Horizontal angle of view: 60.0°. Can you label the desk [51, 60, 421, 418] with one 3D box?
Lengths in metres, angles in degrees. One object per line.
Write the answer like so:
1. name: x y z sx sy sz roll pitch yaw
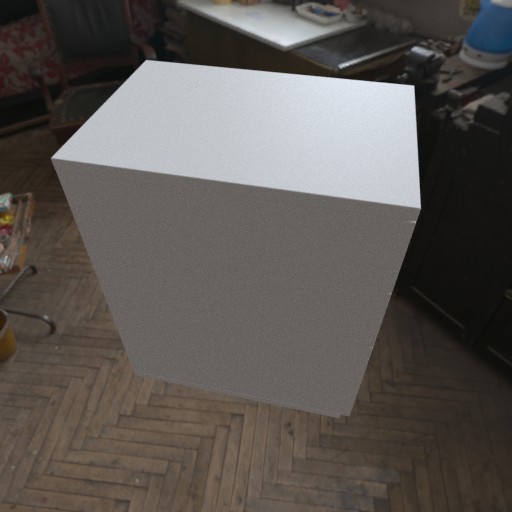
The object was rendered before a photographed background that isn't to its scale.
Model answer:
1. desk: 0.000 0.000 1.080 0.600 0.730 0.404 9 47 9
